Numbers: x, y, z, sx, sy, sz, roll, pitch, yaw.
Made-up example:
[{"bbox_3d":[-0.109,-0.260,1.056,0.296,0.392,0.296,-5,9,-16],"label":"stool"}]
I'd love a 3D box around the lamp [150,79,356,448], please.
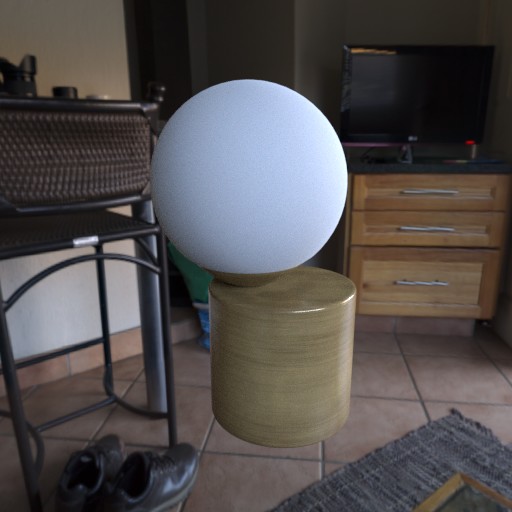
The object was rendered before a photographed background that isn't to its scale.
[{"bbox_3d":[0.000,0.000,0.337,0.152,0.250,0.141,2,15,9],"label":"lamp"}]
